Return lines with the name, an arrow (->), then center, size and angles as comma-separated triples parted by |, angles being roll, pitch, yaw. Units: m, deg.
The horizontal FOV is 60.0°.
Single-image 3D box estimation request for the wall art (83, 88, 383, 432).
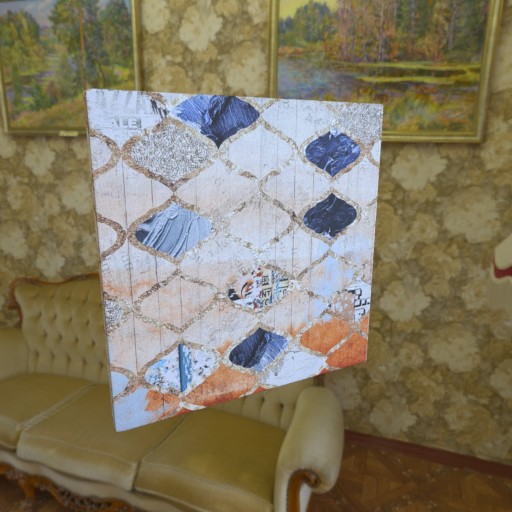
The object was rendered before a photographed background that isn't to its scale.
wall art -> 0.000, 0.000, 1.355 | 0.912, 0.914, 0.039 | -7, 16, -27
